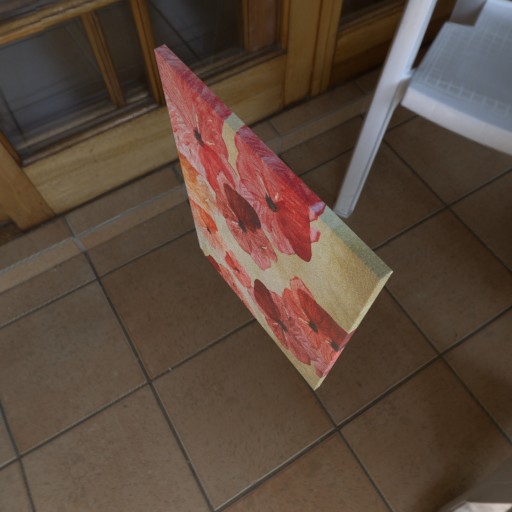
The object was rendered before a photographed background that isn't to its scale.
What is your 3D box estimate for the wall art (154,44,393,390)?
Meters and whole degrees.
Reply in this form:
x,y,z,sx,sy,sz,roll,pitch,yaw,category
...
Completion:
x,y,z,sx,sy,sz,roll,pitch,yaw,category
0.000,0.000,1.371,0.031,1.015,0.762,-34,68,-16,wall art
